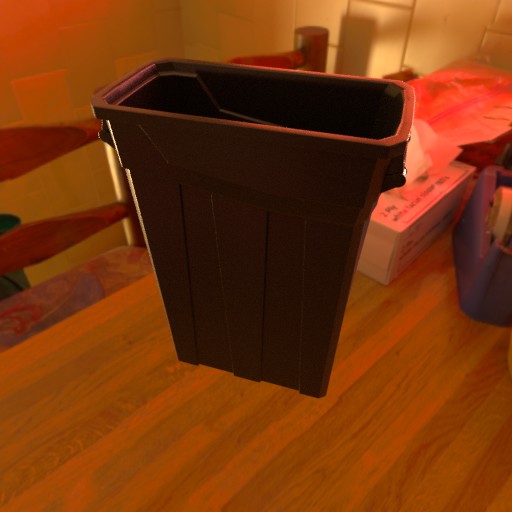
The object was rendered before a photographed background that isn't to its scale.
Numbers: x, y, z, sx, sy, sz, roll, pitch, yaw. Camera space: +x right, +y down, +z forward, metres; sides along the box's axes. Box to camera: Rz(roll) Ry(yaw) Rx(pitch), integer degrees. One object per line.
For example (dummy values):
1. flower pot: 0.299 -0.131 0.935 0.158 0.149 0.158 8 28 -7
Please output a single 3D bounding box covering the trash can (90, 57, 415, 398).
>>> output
1. trash can: 0.000 0.000 1.033 0.559 0.762 0.281 11 42 13
